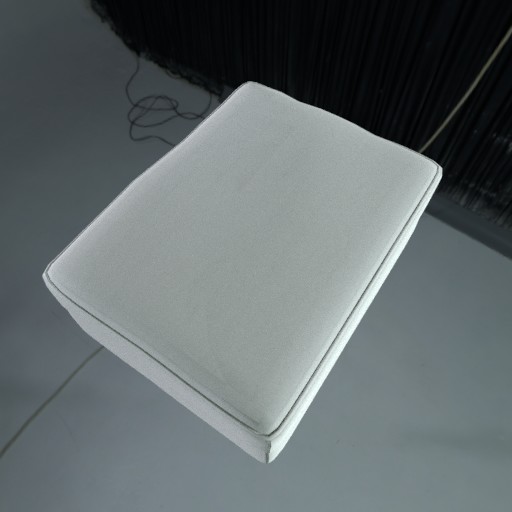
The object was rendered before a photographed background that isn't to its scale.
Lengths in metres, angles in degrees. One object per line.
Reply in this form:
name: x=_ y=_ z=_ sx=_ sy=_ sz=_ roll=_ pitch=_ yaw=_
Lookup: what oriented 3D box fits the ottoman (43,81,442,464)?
ottoman: x=0.000 y=0.000 z=1.191 sx=0.634 sy=0.479 sz=0.818 roll=30 pitch=63 yaw=17
